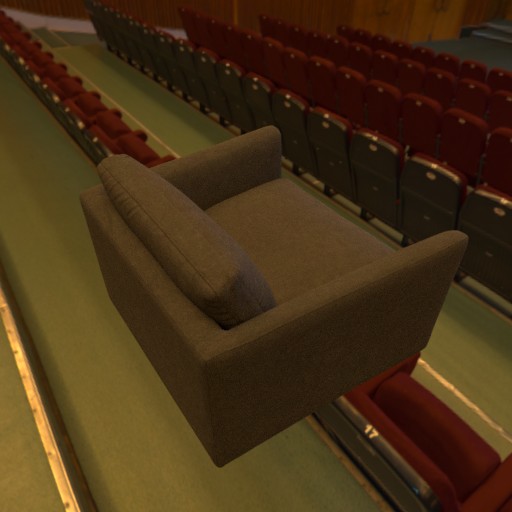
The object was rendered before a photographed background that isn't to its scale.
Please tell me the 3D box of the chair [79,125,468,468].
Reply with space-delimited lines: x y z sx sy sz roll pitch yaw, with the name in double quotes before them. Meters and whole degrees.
"chair" 0.000 0.000 1.874 1.091 0.845 1.190 -24 45 -26
